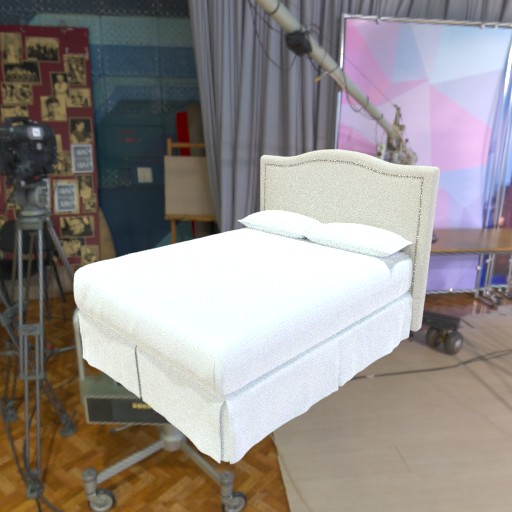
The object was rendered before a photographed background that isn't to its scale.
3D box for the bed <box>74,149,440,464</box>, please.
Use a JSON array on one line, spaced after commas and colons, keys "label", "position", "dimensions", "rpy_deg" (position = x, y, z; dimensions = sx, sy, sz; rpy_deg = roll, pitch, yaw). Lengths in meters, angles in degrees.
[{"label": "bed", "position": [0.000, 0.000, 3.300], "dimensions": [1.753, 1.460, 2.143], "rpy_deg": [16, 23, 42]}]
